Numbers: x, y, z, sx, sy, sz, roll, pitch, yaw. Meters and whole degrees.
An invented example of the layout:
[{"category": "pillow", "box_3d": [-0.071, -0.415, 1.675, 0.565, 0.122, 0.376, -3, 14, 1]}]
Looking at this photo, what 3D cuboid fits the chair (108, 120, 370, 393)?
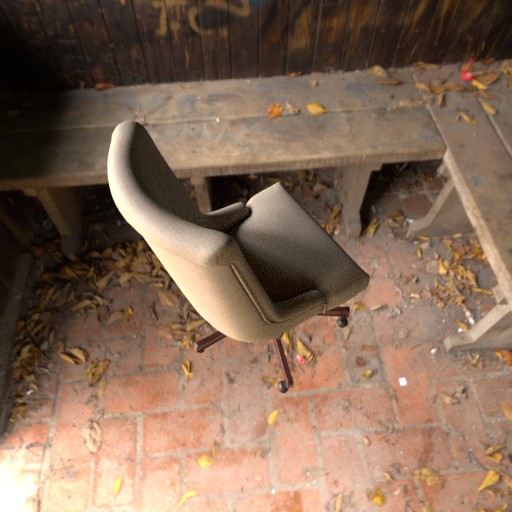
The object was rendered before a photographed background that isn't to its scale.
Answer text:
[{"category": "chair", "box_3d": [0.000, 0.000, 1.446, 0.696, 1.010, 0.645, -30, 62, -18]}]
